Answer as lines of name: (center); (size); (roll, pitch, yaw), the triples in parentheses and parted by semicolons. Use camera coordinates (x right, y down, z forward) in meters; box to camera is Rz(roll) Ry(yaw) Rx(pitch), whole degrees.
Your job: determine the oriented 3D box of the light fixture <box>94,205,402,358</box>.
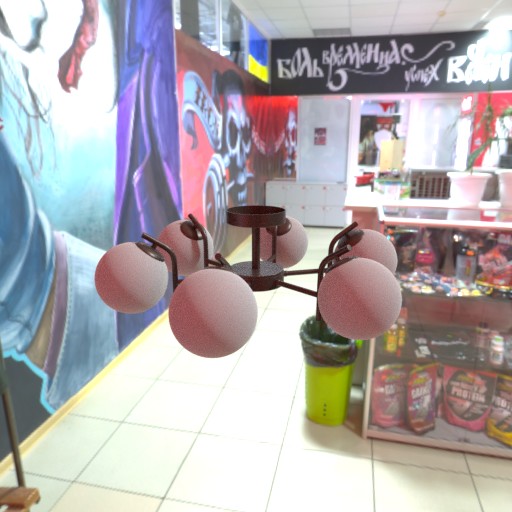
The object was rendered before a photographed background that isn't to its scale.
light fixture: (0.000, 0.000, 0.955); (0.662, 0.201, 0.662); (0, 15, 0)
